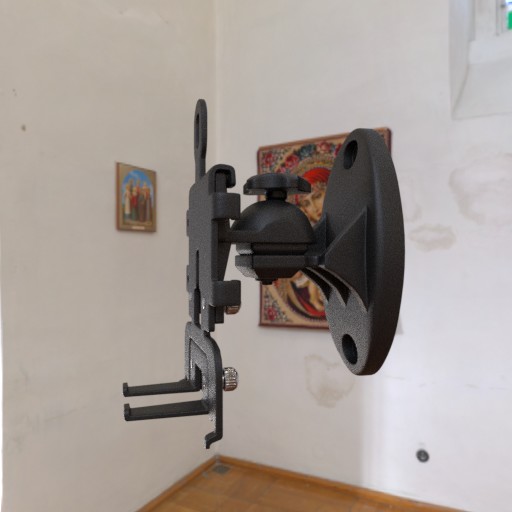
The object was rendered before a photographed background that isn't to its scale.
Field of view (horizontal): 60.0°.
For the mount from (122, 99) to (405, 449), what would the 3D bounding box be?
[{"bbox_3d":[0.000,0.000,0.174,0.100,0.118,0.066,0,0,-17],"label":"mount"}]
